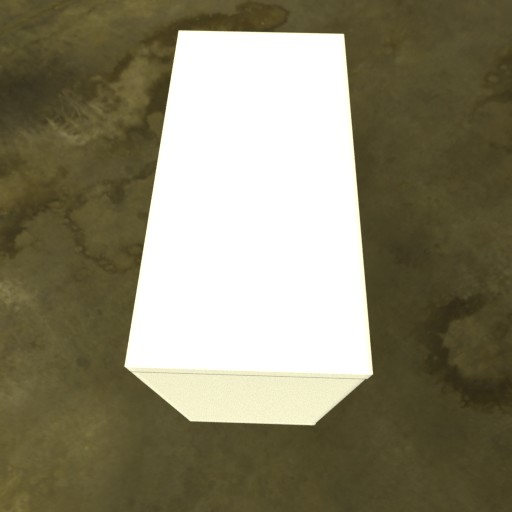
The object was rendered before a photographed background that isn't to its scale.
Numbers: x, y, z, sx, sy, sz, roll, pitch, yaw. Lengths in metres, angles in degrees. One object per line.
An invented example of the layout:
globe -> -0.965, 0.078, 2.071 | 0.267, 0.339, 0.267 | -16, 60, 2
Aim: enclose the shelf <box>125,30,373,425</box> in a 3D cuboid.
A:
shelf -> 0.000, 0.000, 1.223 | 0.390, 0.786, 0.790 | 2, 64, 1
